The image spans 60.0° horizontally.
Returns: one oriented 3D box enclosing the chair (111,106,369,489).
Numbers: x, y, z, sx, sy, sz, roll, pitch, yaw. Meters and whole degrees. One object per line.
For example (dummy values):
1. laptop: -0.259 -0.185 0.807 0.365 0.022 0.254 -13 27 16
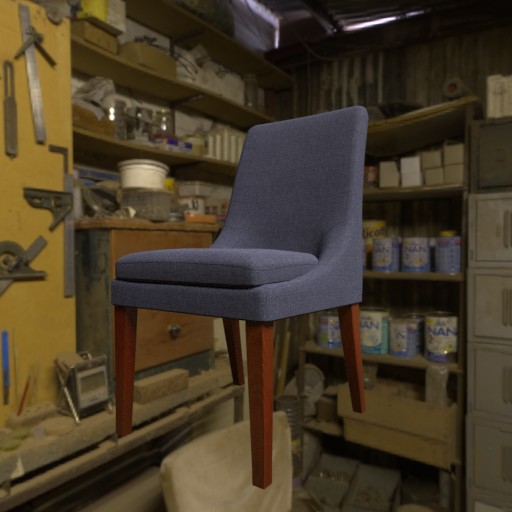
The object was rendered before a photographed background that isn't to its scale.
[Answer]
1. chair: 0.000 0.000 1.299 0.508 0.952 0.655 1 1 35
